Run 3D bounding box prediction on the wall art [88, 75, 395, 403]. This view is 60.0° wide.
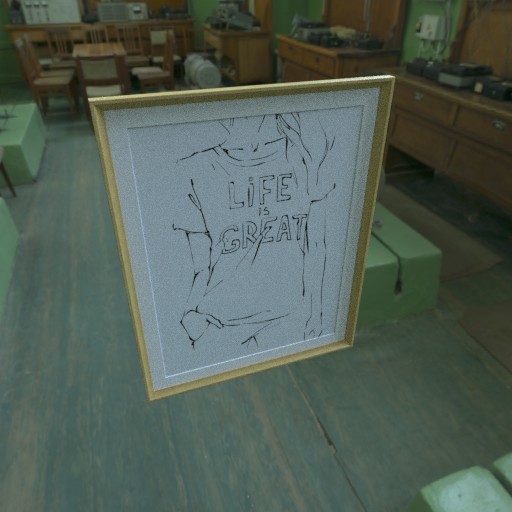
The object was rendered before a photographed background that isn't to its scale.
[{"bbox_3d":[0.000,0.000,1.375,0.798,1.002,0.030,-11,34,-17],"label":"wall art"}]
